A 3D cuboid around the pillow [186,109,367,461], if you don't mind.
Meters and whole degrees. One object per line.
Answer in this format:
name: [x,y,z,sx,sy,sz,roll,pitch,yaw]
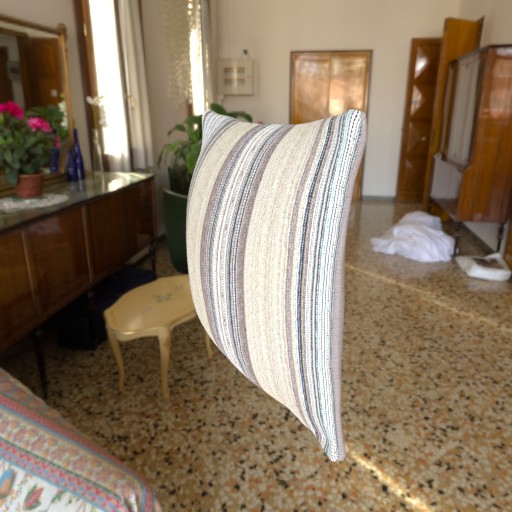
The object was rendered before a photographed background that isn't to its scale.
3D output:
pillow: [0.000,0.000,0.661,0.189,0.416,0.435,-9,20,-24]
